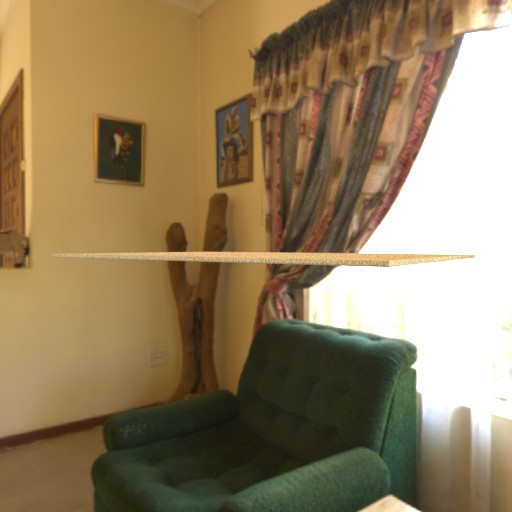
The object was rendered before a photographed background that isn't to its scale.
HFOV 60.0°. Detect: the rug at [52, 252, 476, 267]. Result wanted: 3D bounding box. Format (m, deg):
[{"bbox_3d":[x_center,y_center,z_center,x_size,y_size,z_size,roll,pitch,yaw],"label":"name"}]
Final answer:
[{"bbox_3d":[0.000,0.000,2.911,2.346,0.025,1.500,1,2,37],"label":"rug"}]
